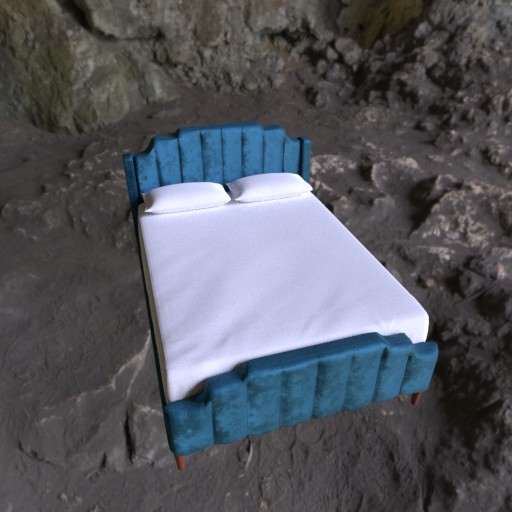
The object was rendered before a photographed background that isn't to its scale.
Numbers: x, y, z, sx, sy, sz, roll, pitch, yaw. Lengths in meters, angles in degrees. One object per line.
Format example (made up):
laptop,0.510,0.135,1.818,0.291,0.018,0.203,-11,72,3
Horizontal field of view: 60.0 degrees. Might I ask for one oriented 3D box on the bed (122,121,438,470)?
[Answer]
bed,0.000,0.000,3.296,1.678,1.338,2.322,-9,34,-14
